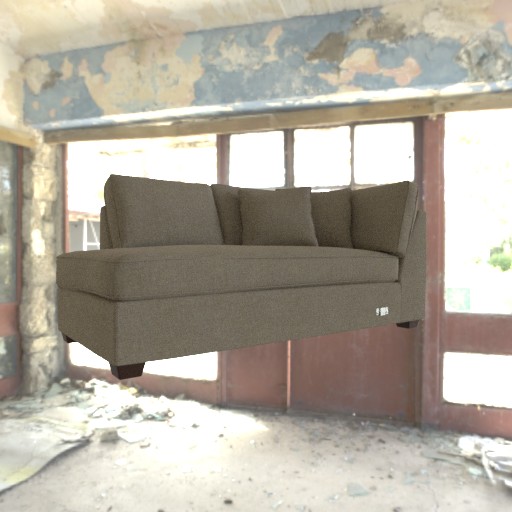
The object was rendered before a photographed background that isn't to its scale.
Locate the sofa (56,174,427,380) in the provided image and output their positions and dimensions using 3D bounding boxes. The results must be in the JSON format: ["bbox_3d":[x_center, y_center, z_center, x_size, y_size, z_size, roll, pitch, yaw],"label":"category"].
[{"bbox_3d":[0.000,0.000,2.881,2.238,1.019,1.110,-1,1,-36],"label":"sofa"}]
